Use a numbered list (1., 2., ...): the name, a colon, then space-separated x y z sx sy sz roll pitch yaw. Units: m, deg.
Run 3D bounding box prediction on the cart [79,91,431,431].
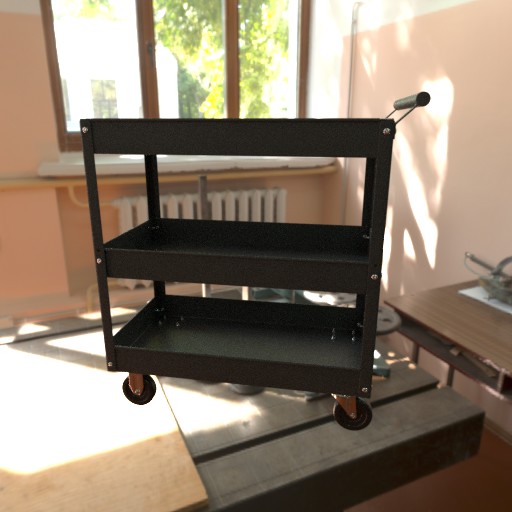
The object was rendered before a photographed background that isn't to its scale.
1. cart: 0.000 0.000 1.157 0.719 0.780 0.366 3 17 10
